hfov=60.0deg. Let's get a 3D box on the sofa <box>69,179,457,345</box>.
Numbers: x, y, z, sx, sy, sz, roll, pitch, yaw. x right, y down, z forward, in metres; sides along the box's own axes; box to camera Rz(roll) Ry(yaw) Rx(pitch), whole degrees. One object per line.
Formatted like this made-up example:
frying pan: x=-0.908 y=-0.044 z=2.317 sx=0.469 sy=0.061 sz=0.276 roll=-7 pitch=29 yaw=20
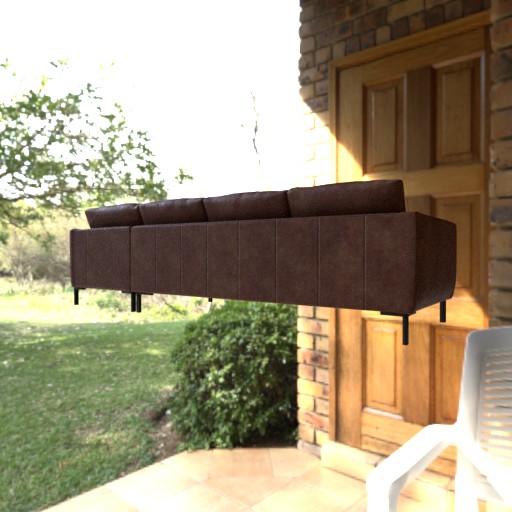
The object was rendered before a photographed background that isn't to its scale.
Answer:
sofa: x=0.000 y=0.000 z=3.593 sx=2.993 sy=0.859 sz=1.471 roll=0 pitch=1 yaw=36
